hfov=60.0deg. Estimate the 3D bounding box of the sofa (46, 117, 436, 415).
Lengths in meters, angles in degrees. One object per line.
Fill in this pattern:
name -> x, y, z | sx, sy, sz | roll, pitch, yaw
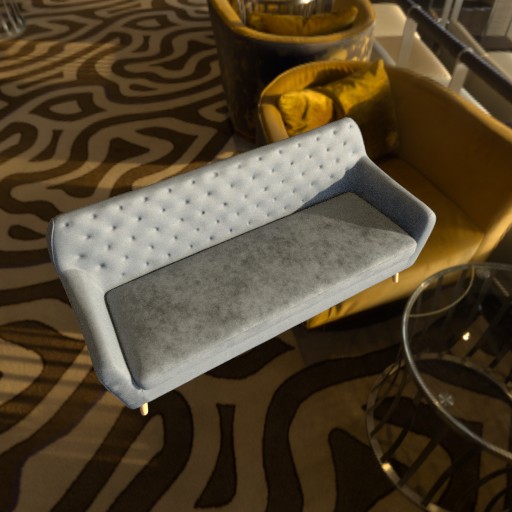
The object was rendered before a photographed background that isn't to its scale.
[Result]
sofa -> 0.000, 0.000, 2.495 | 1.975, 0.832, 0.841 | -24, 52, -20
